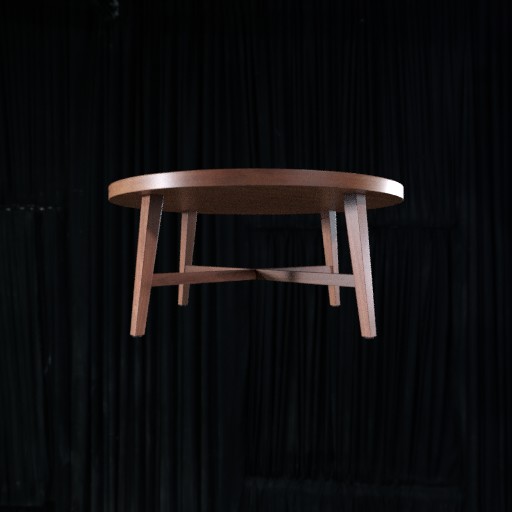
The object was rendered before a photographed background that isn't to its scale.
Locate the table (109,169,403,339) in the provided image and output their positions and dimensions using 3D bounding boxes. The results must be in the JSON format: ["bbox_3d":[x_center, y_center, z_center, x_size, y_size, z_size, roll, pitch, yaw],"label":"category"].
[{"bbox_3d":[0.000,0.000,1.272,0.800,0.360,0.800,0,1,0],"label":"table"}]
